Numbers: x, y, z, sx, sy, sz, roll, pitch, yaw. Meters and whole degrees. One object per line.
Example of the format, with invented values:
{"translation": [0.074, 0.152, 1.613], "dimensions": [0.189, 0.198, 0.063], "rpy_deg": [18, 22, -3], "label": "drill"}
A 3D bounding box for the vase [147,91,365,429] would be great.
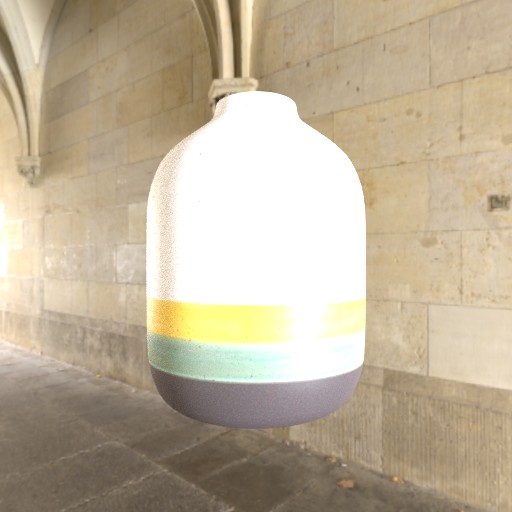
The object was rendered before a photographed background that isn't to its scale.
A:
{"translation": [0.000, 0.000, 0.354], "dimensions": [0.169, 0.240, 0.169], "rpy_deg": [0, -1, 0], "label": "vase"}
